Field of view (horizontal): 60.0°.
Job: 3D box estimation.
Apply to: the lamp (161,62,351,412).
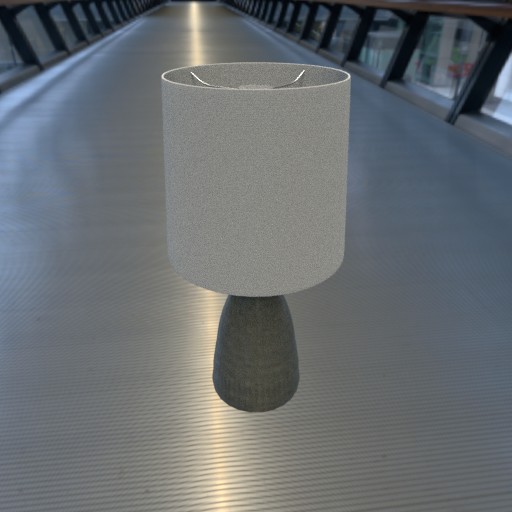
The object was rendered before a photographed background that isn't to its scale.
[{"bbox_3d":[0.000,0.000,0.481,0.186,0.369,0.186,0,30,0],"label":"lamp"}]
